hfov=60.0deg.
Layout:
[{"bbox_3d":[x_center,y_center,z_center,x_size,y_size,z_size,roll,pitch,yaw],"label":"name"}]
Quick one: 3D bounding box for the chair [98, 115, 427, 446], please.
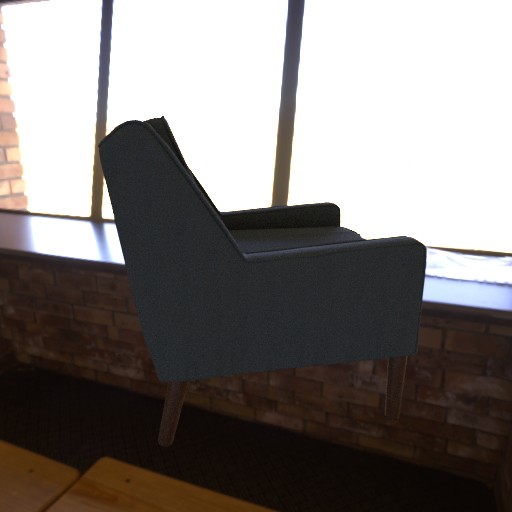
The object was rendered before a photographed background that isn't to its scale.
[{"bbox_3d":[0.000,0.000,1.302,0.733,0.780,0.663,-3,16,-10],"label":"chair"}]
